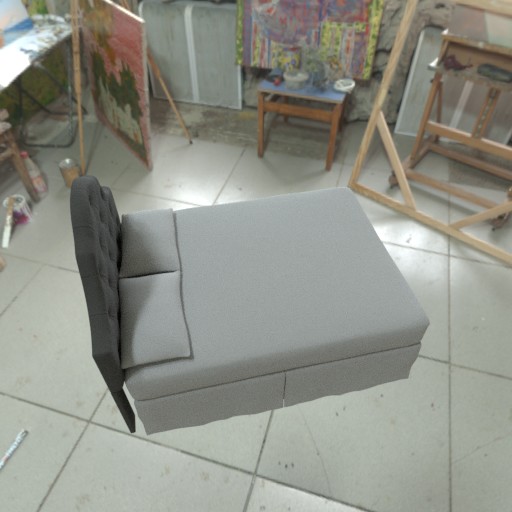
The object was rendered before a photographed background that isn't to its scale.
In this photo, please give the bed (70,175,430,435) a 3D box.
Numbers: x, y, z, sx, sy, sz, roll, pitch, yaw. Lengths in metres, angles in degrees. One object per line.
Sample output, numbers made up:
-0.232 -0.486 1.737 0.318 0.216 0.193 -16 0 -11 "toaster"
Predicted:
0.000 0.000 3.233 2.155 1.575 1.636 -9 47 -9 "bed"
